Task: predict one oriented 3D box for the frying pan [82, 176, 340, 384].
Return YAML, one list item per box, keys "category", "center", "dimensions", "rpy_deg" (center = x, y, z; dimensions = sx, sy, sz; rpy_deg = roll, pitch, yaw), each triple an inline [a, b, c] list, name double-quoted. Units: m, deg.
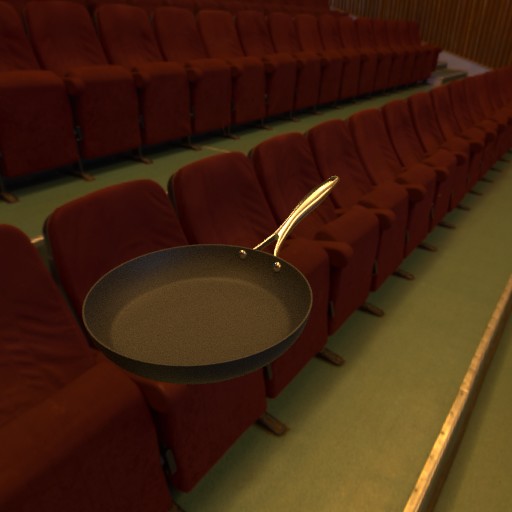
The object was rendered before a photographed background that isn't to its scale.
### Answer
- category: "frying pan"
  center: [0.000, 0.000, 0.585]
  dimensions: [0.255, 0.105, 0.472]
  rpy_deg: [18, 32, 32]
